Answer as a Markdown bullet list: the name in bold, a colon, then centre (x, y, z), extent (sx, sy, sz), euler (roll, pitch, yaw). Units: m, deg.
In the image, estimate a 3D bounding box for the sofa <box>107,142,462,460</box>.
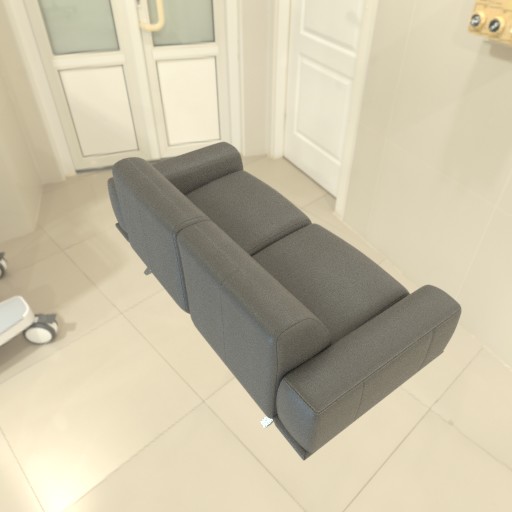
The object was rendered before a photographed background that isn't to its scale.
- **sofa**: centre (0.000, 0.000, 2.382), extent (0.900, 0.772, 1.901), euler (-26, 48, -26)
